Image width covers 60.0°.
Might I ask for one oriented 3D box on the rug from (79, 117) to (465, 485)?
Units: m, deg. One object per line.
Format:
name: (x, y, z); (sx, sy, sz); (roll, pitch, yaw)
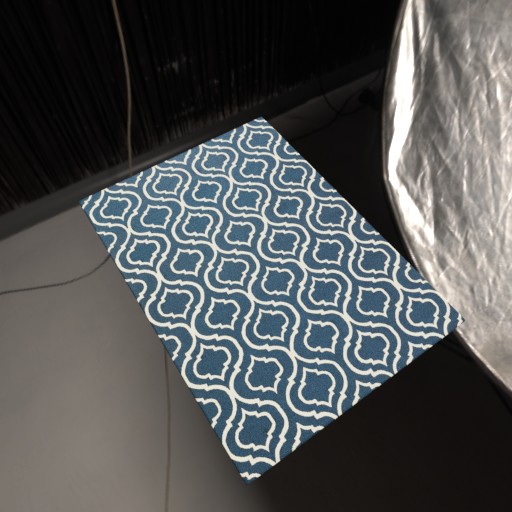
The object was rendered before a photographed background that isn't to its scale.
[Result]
rug: (0.000, 0.000, 4.486); (2.438, 0.010, 3.353); (-30, 63, -17)
